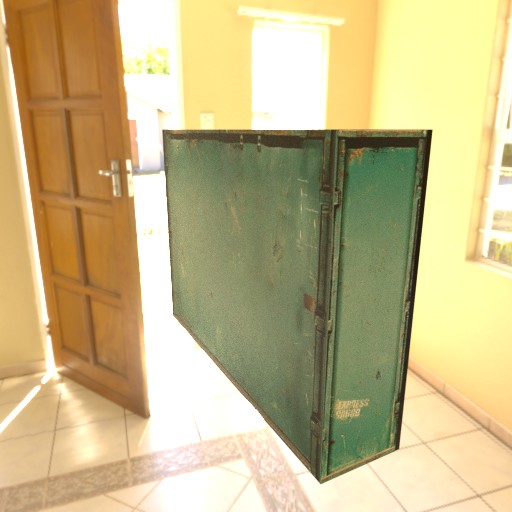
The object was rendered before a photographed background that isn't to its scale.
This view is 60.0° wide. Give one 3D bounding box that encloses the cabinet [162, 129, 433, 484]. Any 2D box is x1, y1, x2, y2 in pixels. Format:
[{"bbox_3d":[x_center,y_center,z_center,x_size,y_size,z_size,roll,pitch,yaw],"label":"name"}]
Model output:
[{"bbox_3d":[0.000,0.000,3.934,0.680,2.160,3.001,-8,18,-27],"label":"cabinet"}]
